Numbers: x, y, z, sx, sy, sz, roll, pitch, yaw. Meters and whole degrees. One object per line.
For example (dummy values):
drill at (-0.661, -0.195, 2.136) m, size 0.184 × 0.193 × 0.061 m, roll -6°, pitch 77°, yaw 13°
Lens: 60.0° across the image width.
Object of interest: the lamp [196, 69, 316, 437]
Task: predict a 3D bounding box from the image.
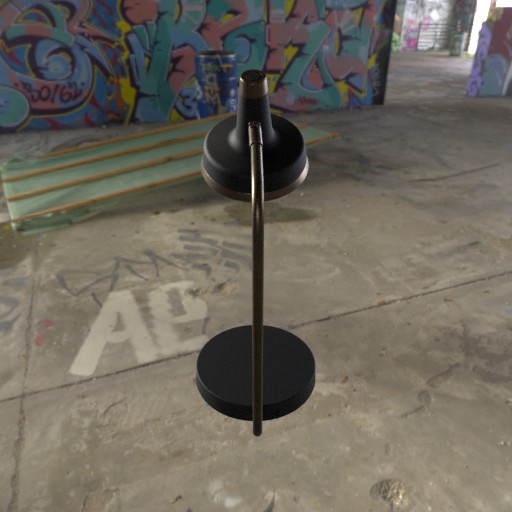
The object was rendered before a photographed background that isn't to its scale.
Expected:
lamp at (0.000, 0.000, 0.499) m, size 0.162 × 0.385 × 0.218 m, roll -1°, pitch 28°, yaw -1°
